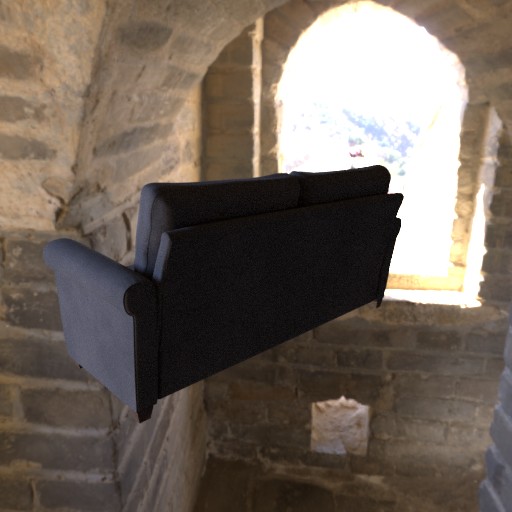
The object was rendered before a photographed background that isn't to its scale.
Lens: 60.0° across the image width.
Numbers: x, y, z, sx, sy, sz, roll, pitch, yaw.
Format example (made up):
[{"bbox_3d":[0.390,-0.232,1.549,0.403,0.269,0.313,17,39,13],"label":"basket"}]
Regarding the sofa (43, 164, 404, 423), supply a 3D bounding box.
[{"bbox_3d":[0.000,0.000,2.430,1.935,0.942,0.842,-14,21,-42],"label":"sofa"}]
